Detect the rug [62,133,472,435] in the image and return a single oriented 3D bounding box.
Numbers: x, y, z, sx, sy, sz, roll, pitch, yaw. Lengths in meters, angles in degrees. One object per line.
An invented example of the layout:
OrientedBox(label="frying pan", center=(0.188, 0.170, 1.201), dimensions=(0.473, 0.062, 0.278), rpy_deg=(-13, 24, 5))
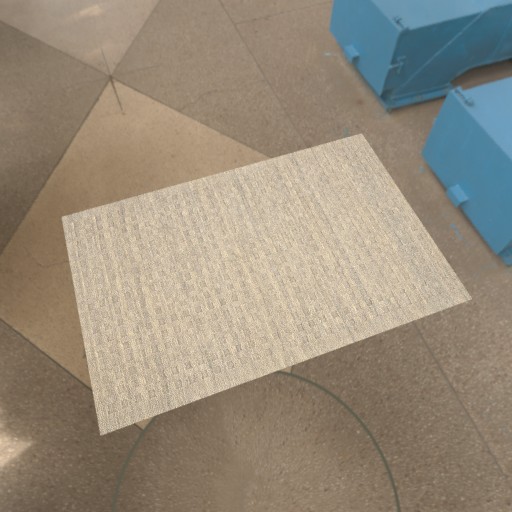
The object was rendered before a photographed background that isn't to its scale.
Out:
OrientedBox(label="rug", center=(0.000, 0.000, 2.207), dimensions=(1.752, 0.006, 1.142), rpy_deg=(-18, 62, -10))
